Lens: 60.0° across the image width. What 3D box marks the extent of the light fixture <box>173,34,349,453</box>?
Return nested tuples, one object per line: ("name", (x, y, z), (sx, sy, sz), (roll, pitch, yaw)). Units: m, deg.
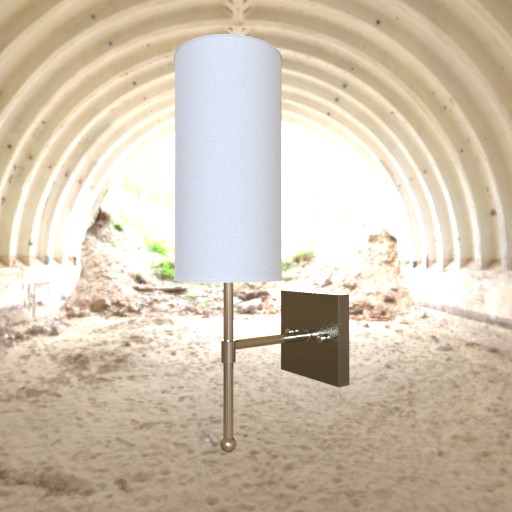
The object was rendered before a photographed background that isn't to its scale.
("light fixture", (0.000, 0.000, 0.547), (0.208, 0.462, 0.128), (1, -1, -36))
